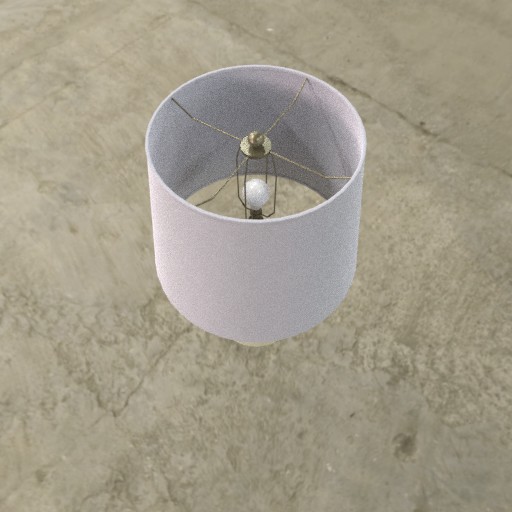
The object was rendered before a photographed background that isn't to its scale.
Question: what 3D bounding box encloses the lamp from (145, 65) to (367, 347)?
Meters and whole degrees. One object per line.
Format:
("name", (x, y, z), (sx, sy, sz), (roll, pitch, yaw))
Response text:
("lamp", (0.000, 0.000, 0.548), (0.239, 0.399, 0.239), (0, 58, 0))
